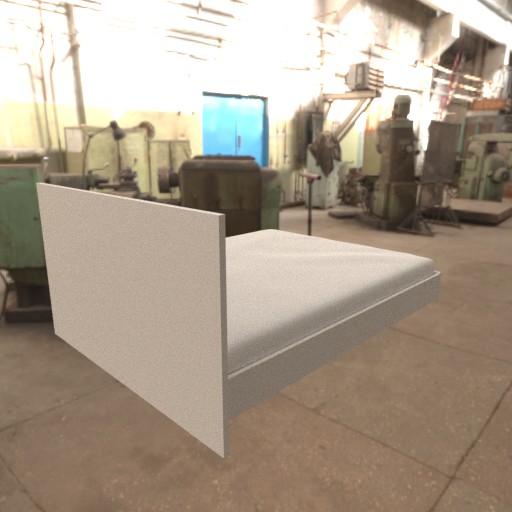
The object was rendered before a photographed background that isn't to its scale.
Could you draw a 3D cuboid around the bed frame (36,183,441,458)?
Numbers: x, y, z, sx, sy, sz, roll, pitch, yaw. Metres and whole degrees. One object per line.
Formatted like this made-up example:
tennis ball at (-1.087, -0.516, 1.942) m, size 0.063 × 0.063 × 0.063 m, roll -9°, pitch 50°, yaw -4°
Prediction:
bed frame at (0.000, 0.000, 2.983) m, size 1.711 × 1.001 × 2.100 m, roll 14°, pitch 20°, yaw 43°
